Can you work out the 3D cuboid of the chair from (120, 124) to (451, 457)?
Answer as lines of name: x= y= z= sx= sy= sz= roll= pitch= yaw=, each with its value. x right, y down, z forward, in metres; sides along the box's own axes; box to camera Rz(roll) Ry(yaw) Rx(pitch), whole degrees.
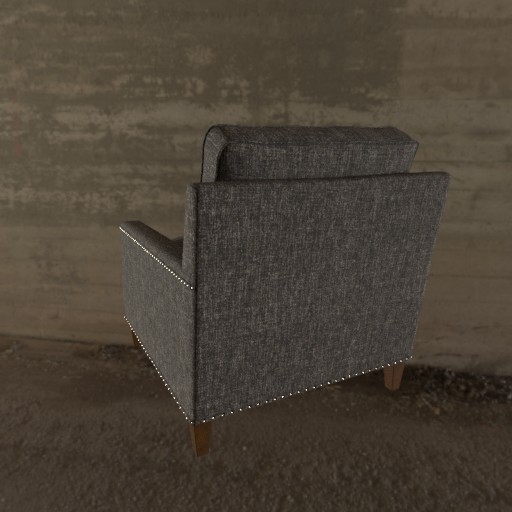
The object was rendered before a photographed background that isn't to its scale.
chair: x=0.000 y=0.000 z=1.695 sx=0.853 sy=0.943 sz=1.014 roll=-8 pitch=17 yaw=-27
